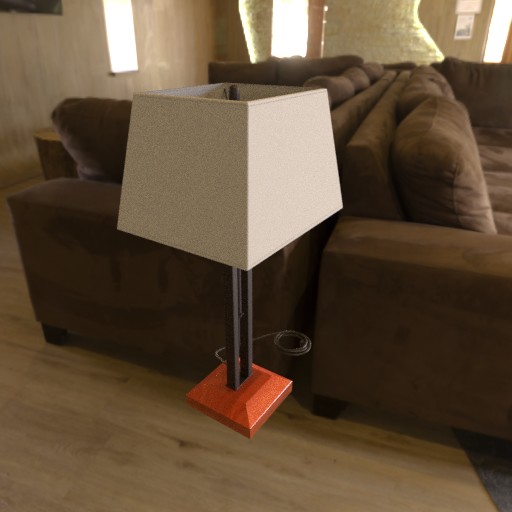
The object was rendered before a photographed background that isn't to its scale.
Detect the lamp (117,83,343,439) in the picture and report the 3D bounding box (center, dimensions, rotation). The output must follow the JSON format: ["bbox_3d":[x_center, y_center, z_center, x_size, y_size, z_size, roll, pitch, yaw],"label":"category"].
[{"bbox_3d":[0.000,0.000,1.008,0.310,0.737,0.498,17,30,31],"label":"lamp"}]
